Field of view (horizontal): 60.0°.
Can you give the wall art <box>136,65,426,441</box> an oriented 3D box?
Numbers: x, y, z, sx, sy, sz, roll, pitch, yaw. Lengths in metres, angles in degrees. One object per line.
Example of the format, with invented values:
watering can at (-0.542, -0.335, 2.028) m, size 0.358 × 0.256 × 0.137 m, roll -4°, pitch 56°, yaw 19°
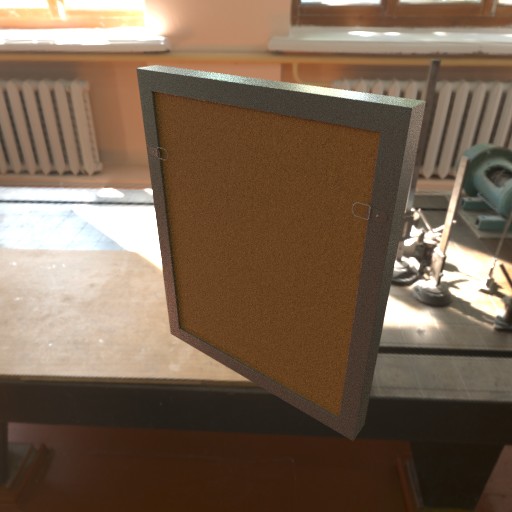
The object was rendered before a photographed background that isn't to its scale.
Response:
wall art at (0.000, 0.000, 0.510) m, size 0.308 × 0.379 × 0.030 m, roll 22°, pitch 37°, yaw 32°
